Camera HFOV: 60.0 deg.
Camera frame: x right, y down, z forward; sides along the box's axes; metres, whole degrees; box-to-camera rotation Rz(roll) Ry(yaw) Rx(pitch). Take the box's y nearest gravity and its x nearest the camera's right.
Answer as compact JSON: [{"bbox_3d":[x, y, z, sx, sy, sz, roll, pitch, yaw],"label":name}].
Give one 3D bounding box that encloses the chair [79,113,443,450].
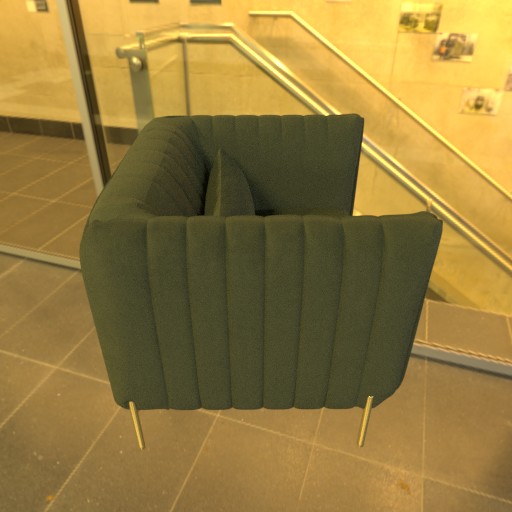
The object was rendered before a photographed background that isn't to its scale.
[{"bbox_3d":[0.000,0.000,1.593,0.877,0.794,1.032,0,33,-1],"label":"chair"}]
